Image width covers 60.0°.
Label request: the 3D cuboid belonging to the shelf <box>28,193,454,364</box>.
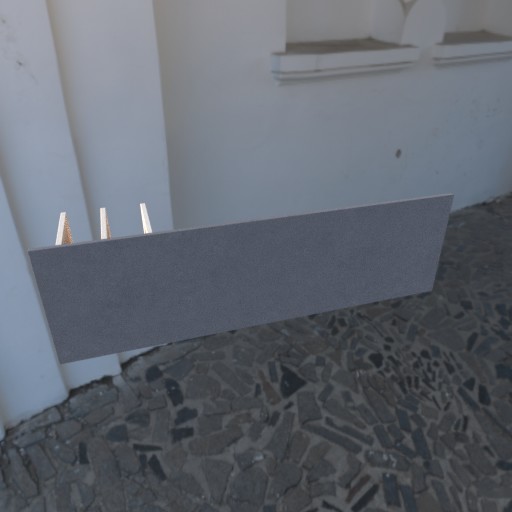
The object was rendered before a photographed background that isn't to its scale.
[{"bbox_3d":[0.000,0.000,1.175,1.020,0.300,0.200,-9,30,-15],"label":"shelf"}]
